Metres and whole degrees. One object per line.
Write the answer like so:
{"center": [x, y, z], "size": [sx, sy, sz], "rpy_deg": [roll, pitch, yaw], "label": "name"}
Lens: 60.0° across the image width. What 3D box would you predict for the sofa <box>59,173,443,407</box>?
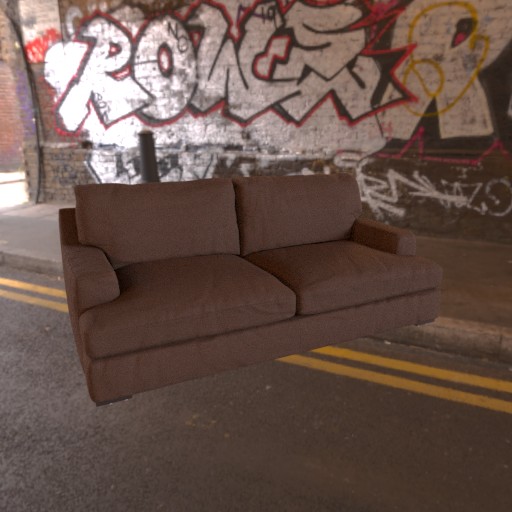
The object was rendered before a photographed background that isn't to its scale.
{"center": [0.000, 0.000, 2.872], "size": [2.274, 0.950, 1.140], "rpy_deg": [-8, 17, -25], "label": "sofa"}
